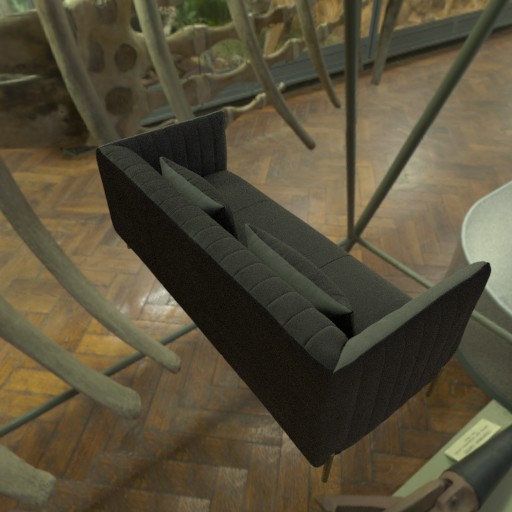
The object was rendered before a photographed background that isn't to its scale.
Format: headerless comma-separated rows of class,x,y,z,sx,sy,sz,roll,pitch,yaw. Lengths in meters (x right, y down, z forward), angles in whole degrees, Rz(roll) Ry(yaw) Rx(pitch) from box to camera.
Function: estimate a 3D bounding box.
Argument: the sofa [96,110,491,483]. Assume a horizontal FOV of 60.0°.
sofa,0.000,0.000,2.332,0.876,0.780,1.980,-26,46,-27
